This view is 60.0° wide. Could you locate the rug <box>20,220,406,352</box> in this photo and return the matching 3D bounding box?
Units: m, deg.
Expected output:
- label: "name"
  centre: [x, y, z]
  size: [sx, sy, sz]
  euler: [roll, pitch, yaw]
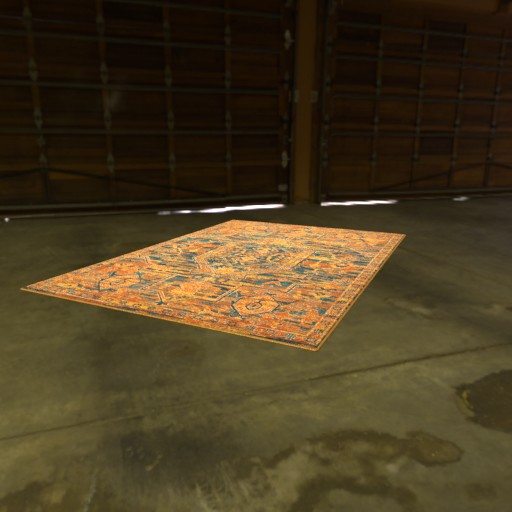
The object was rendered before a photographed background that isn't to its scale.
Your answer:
- label: "rug"
  centre: [0.000, 0.000, 3.752]
  size: [2.043, 0.019, 2.916]
  euler: [7, 16, 25]
